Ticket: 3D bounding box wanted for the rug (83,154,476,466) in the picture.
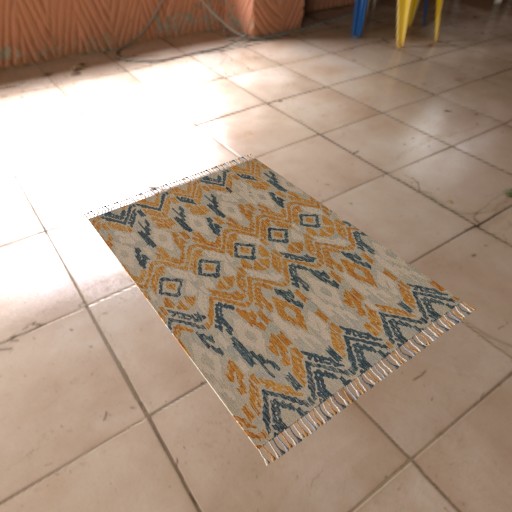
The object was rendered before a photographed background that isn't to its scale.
[{"bbox_3d":[0.000,0.000,2.354,1.230,0.008,1.827,-26,48,-26],"label":"rug"}]
